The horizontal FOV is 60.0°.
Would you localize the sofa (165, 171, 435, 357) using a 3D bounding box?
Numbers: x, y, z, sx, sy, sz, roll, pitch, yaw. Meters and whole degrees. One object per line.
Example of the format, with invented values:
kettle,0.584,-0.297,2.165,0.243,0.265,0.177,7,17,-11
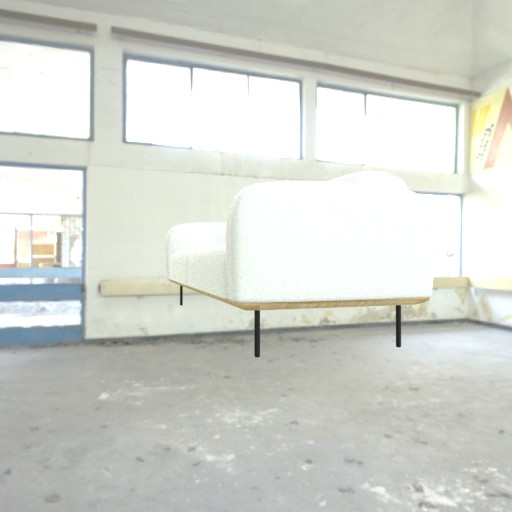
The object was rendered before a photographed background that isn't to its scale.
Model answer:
sofa,0.000,0.000,2.712,0.870,0.780,2.280,0,0,-18
